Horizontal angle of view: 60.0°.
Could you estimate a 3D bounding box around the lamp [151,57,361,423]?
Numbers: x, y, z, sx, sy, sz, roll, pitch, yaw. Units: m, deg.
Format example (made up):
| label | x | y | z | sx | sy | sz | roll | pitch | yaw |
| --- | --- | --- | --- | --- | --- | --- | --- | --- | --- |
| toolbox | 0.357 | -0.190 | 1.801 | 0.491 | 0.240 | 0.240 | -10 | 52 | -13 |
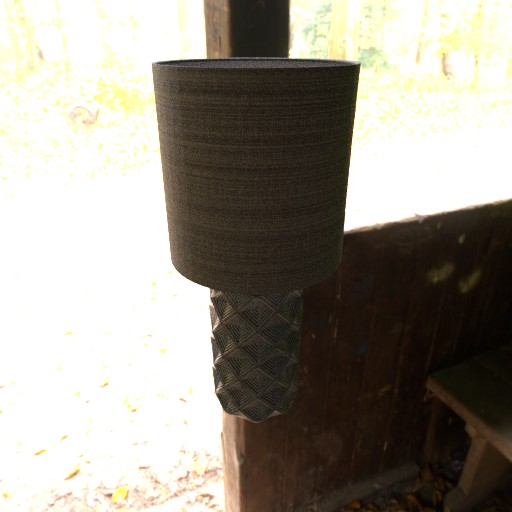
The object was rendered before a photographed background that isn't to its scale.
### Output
| label | x | y | z | sx | sy | sz | roll | pitch | yaw |
| --- | --- | --- | --- | --- | --- | --- | --- | --- | --- |
| lamp | 0.000 | 0.000 | 0.704 | 0.269 | 0.566 | 0.268 | 18 | 32 | 33 |
